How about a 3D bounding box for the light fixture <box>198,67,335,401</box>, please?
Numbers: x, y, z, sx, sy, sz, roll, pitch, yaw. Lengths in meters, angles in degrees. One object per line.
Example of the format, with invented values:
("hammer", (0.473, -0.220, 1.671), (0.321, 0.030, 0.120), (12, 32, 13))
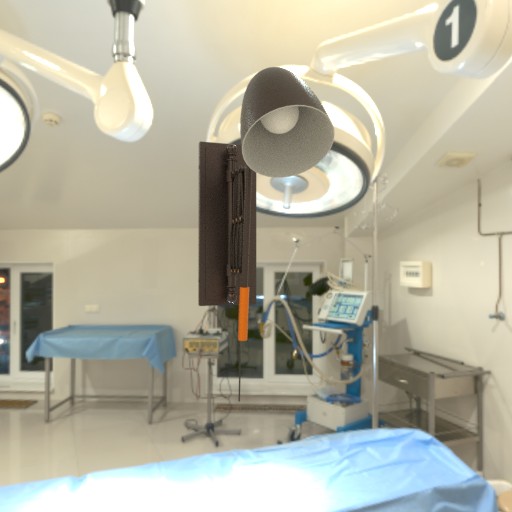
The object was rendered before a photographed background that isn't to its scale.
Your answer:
("light fixture", (0.000, 0.000, 0.934), (0.162, 0.715, 0.499), (0, -1, -18))
